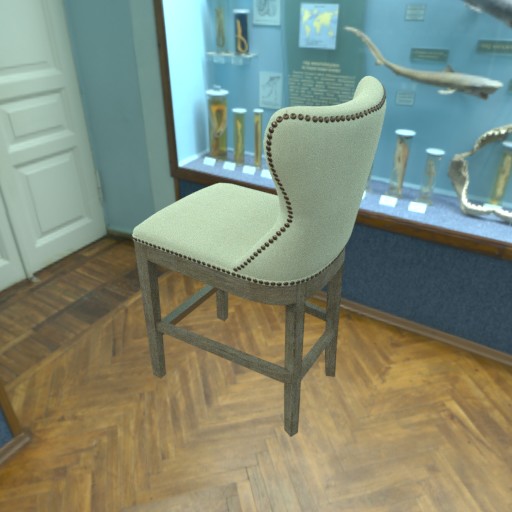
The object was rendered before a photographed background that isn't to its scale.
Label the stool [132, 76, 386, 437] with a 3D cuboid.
[{"bbox_3d":[0.000,0.000,1.315,0.608,0.981,0.498,18,36,28],"label":"stool"}]
